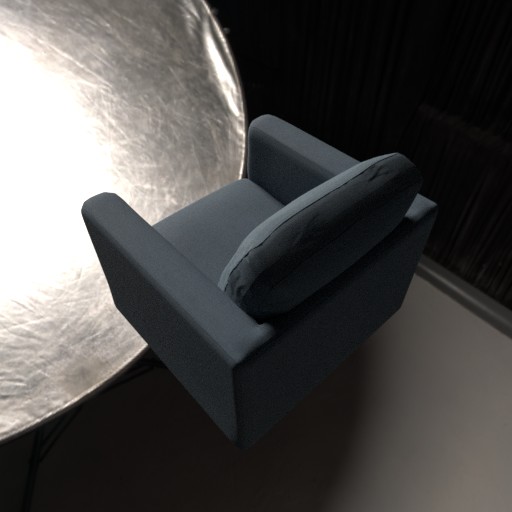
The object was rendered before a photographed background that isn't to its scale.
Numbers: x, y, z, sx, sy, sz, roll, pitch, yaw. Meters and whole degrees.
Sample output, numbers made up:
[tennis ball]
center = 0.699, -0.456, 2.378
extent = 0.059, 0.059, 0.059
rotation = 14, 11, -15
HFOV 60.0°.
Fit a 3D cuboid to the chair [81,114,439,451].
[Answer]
[chair]
center = 0.000, 0.000, 1.570
extent = 0.855, 0.922, 0.820
rotation = -34, 56, -27
